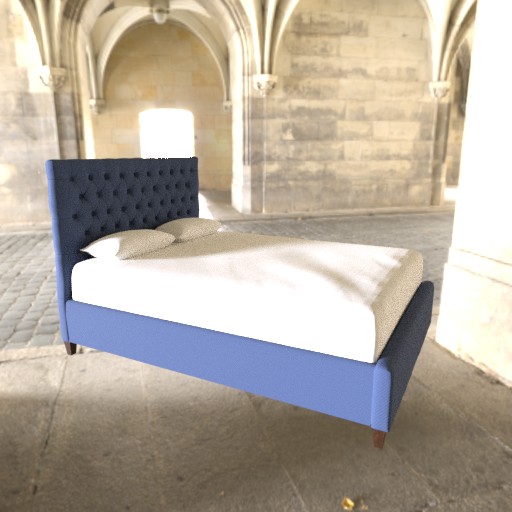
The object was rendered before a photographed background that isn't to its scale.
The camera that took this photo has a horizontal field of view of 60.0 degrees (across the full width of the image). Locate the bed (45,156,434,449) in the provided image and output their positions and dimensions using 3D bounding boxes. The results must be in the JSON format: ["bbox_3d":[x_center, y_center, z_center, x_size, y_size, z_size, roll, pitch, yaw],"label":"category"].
[{"bbox_3d":[0.000,0.000,3.331,2.387,1.427,1.706,7,15,27],"label":"bed"}]
